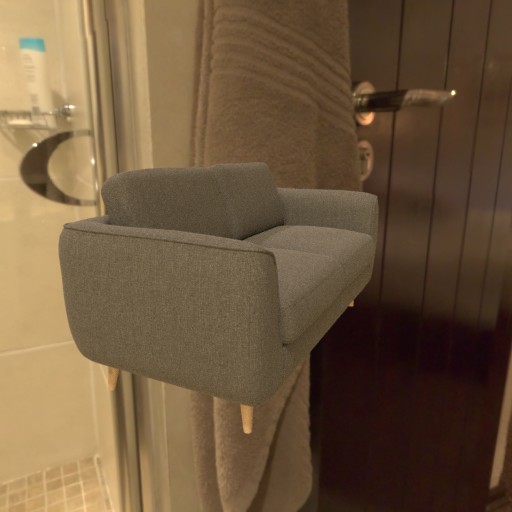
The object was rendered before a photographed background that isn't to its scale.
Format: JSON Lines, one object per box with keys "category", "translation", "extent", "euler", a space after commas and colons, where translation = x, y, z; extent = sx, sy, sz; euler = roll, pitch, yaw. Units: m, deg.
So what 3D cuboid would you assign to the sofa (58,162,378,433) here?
{"category": "sofa", "translation": [0.000, 0.000, 2.173], "extent": [0.920, 0.870, 1.700], "euler": [7, 16, 26]}
